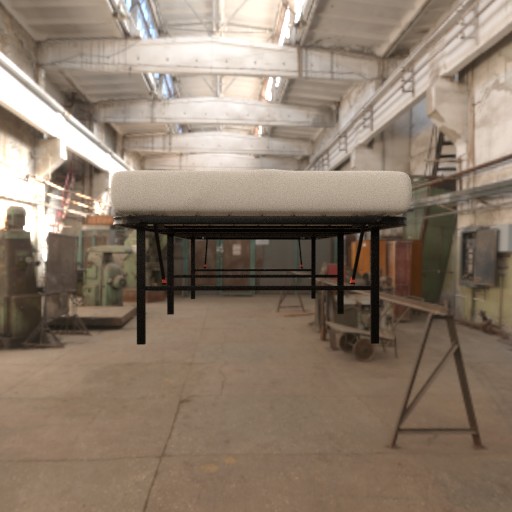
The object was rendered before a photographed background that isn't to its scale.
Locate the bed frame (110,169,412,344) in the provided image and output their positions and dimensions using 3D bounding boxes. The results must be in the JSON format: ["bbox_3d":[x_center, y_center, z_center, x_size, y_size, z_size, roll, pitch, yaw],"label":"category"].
[{"bbox_3d":[0.000,0.000,2.355,0.989,0.619,1.903,0,1,-1],"label":"bed frame"}]
